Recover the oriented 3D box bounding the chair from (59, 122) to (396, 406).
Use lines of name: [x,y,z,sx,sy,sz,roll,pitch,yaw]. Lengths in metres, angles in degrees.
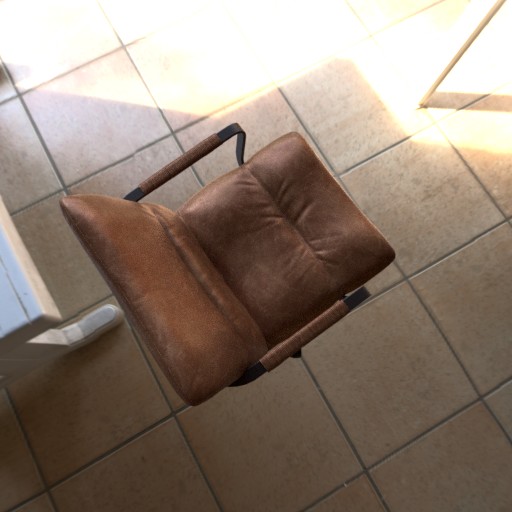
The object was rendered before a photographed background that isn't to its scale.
chair: [0.000,0.000,1.454,0.754,0.922,0.727,-35,79,-8]
